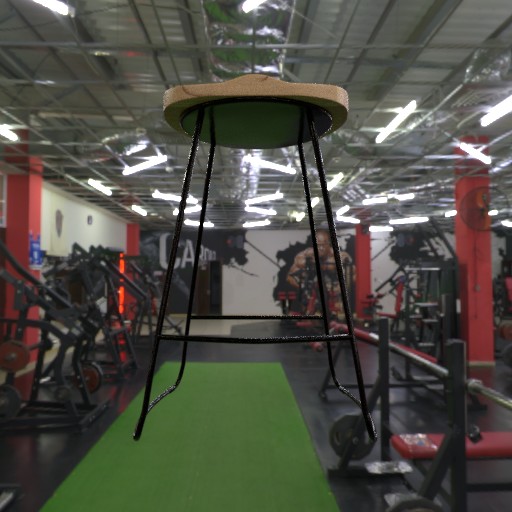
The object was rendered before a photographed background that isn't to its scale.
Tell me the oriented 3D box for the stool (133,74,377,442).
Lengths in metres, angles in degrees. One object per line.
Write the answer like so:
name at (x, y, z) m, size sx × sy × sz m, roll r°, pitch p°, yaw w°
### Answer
stool at (0.000, 0.000, 0.967) m, size 0.480 × 0.679 × 0.401 m, roll 0°, pitch -2°, yaw 1°
